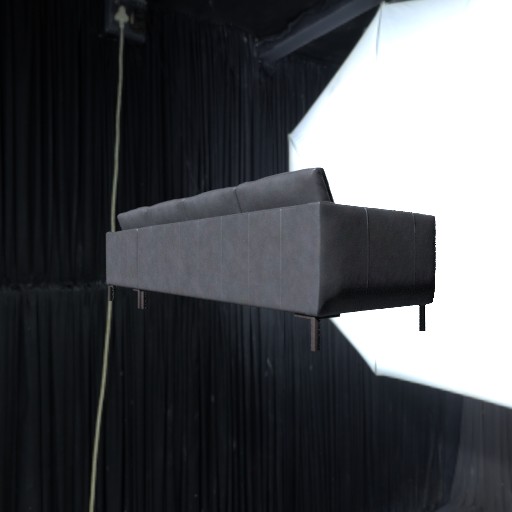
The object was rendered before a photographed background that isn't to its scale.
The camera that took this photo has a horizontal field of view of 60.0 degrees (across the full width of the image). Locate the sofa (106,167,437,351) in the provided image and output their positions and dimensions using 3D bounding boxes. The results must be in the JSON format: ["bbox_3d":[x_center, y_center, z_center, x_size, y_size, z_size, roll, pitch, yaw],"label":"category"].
[{"bbox_3d":[0.000,0.000,3.528,1.471,0.859,2.993,0,0,-36],"label":"sofa"}]
